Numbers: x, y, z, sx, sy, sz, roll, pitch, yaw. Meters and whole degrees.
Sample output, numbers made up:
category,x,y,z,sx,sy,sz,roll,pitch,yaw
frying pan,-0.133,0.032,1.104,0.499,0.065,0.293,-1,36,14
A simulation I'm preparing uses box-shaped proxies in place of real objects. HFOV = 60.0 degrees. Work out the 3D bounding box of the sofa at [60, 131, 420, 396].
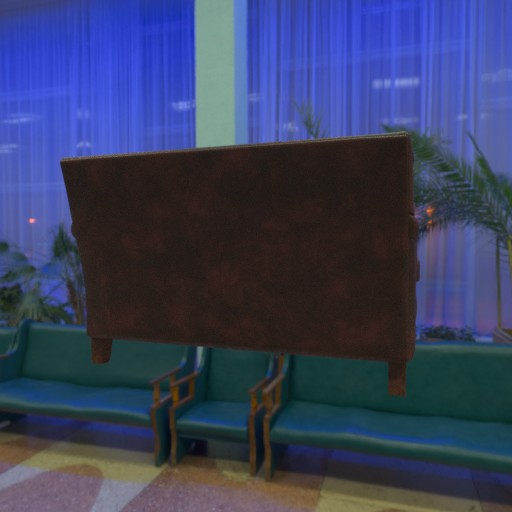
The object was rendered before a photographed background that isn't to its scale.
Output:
category,x,y,z,sx,sy,sz,roll,pitch,yaw
sofa,0.000,0.000,2.309,1.628,1.070,1.148,1,2,19
